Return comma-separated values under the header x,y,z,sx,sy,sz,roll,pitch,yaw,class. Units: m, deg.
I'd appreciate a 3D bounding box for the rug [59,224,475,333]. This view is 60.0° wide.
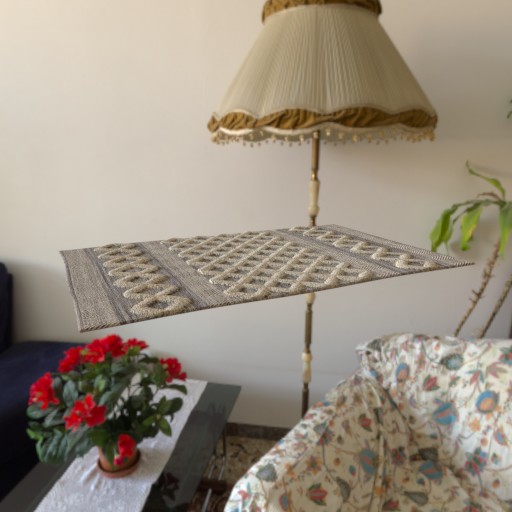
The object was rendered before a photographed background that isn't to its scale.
x,y,z,sx,sy,sz,roll,pitch,yaw,class
0.000,0.000,2.939,2.333,0.033,1.513,-7,16,-25,rug
